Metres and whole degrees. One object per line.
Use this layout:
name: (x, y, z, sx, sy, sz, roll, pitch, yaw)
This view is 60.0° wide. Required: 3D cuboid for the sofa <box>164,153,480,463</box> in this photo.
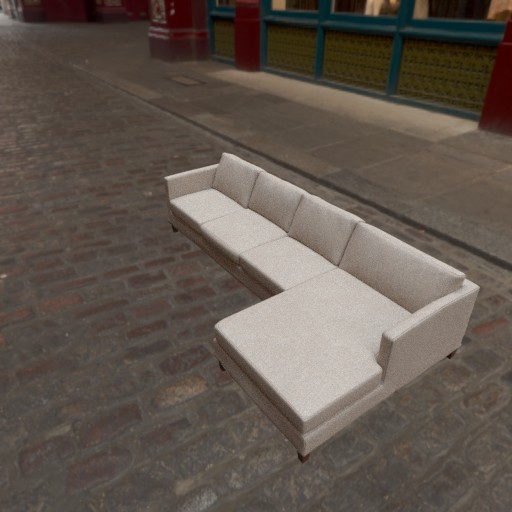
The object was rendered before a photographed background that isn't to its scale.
sofa: (0.000, 0.000, 3.937, 1.625, 0.846, 3.186, -21, 38, -30)
